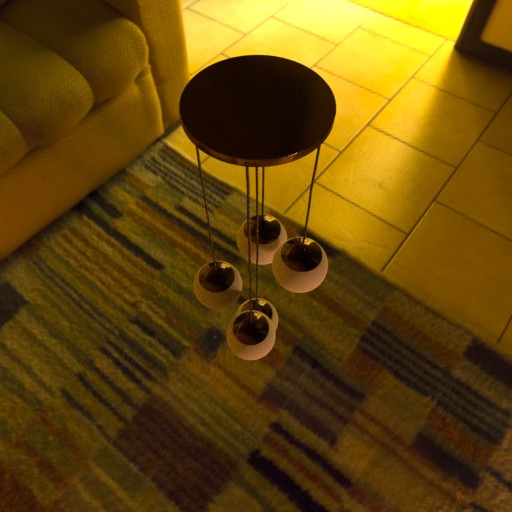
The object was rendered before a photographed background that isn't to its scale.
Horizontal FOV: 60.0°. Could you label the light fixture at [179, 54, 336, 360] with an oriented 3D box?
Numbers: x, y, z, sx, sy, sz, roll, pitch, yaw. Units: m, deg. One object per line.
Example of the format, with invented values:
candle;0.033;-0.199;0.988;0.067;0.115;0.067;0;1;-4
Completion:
light fixture;0.000;0.000;1.511;0.489;1.271;0.484;15;59;9
